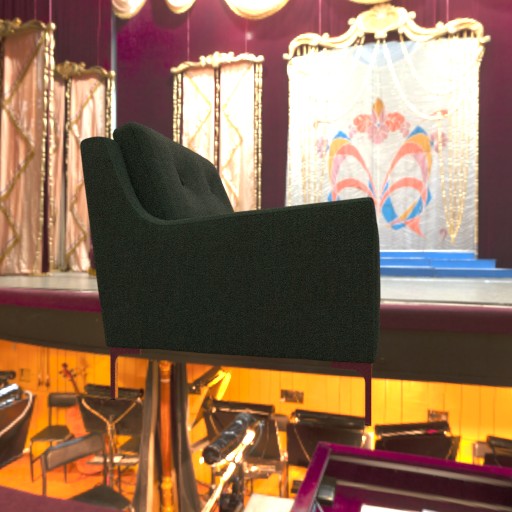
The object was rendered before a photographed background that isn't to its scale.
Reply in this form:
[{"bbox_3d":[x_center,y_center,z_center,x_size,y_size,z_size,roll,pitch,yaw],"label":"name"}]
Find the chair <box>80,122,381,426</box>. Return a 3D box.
[{"bbox_3d":[0.000,0.000,1.571,0.849,0.828,0.847,0,0,16],"label":"chair"}]
